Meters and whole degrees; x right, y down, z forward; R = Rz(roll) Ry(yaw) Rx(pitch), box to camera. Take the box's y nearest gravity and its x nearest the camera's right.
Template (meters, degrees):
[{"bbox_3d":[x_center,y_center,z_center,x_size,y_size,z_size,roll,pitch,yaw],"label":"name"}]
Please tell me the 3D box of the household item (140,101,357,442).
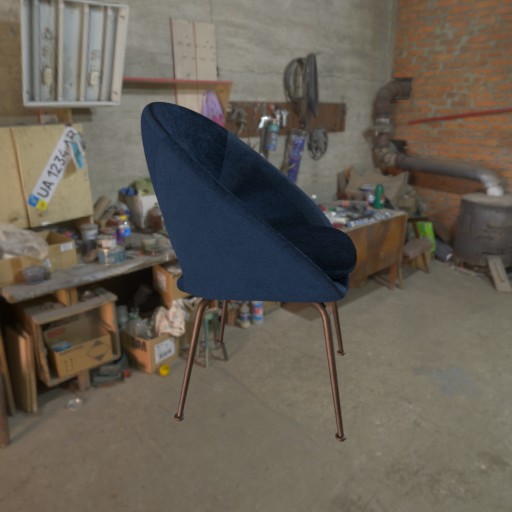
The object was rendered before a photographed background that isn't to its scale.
[{"bbox_3d":[0.000,0.000,1.293,0.573,0.852,0.623,3,18,10],"label":"household item"}]
